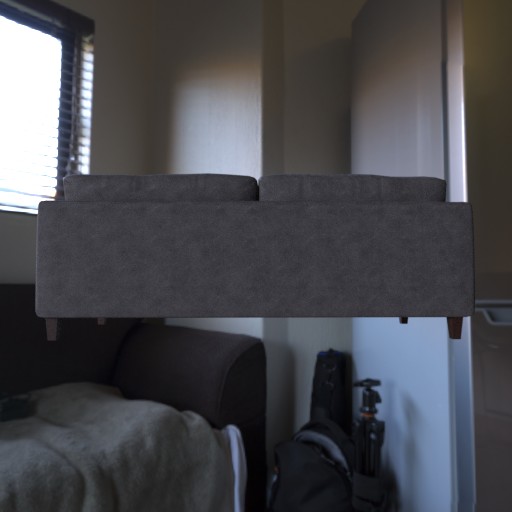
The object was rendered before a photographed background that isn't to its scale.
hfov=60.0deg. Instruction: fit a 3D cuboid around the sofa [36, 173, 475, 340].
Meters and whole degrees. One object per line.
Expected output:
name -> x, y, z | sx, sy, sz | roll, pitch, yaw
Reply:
sofa -> 0.000, 0.000, 2.891 | 2.434, 0.965, 0.951 | 0, -3, -1
